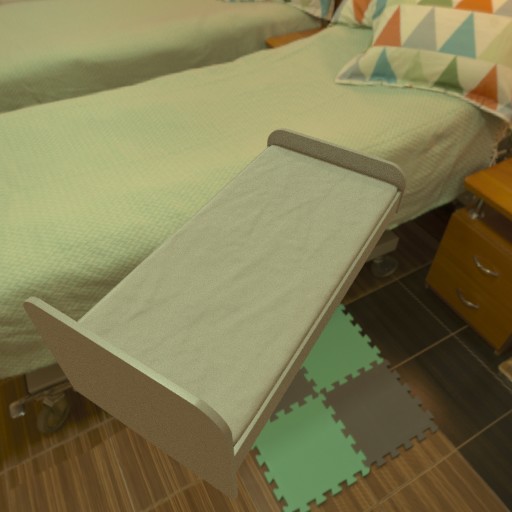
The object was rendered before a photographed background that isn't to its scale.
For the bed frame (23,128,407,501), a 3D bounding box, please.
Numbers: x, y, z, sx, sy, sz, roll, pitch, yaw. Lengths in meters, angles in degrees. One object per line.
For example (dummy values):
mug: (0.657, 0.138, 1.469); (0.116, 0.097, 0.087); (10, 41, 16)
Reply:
bed frame: (0.000, 0.000, 2.402); (0.998, 0.805, 1.963); (24, 51, 21)
